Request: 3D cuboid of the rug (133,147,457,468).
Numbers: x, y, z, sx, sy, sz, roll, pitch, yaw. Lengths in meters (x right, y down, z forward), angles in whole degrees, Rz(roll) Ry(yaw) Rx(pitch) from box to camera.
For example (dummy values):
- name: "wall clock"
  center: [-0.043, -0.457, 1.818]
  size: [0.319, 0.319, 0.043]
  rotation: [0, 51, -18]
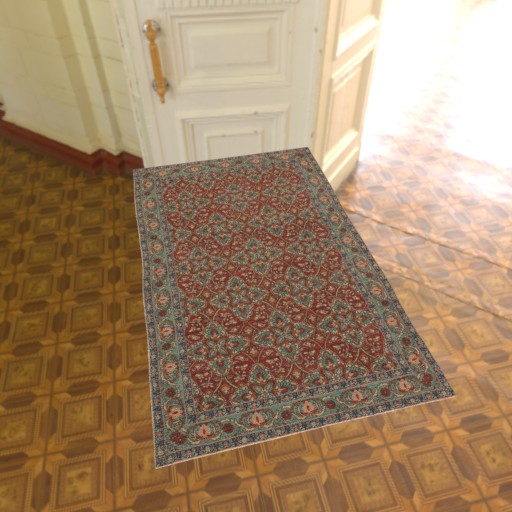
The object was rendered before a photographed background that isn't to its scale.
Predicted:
- name: "rug"
  center: [0.000, 0.000, 2.972]
  size: [1.533, 0.011, 2.439]
  rotation: [-10, 46, -9]
